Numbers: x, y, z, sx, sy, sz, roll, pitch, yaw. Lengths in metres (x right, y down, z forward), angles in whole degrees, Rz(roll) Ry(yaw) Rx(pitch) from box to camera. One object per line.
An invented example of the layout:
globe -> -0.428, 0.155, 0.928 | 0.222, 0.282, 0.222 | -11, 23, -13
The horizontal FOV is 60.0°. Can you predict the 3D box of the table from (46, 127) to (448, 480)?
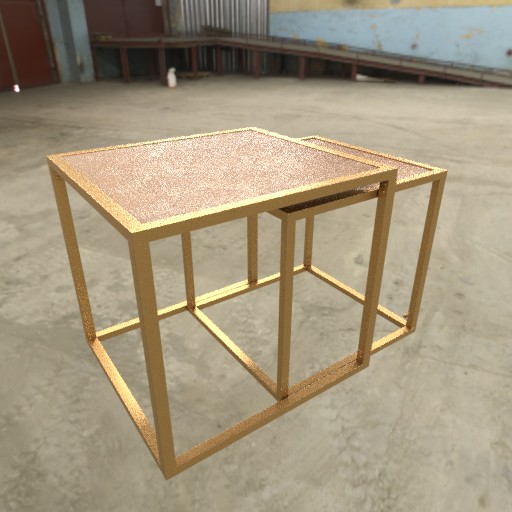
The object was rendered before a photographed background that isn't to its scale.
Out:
table -> 0.000, 0.000, 1.086 | 0.762, 0.505, 0.505 | -18, 32, -31
